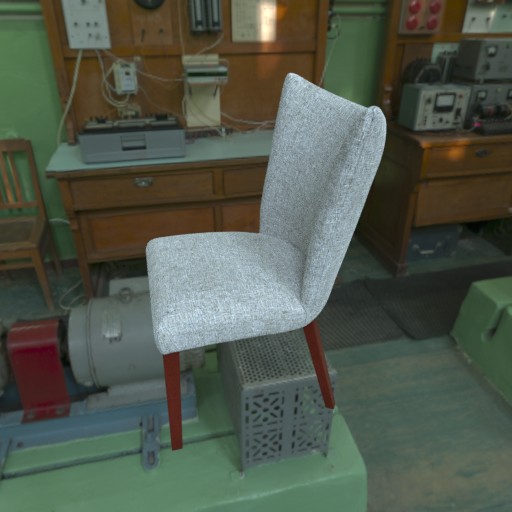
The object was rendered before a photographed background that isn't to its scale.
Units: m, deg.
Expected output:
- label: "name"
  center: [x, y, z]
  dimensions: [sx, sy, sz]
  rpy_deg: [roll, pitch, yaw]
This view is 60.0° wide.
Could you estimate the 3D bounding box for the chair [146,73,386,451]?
- label: "chair"
  center: [0.000, 0.000, 1.293]
  dimensions: [0.623, 0.924, 0.535]
  rpy_deg: [-7, 30, -13]
